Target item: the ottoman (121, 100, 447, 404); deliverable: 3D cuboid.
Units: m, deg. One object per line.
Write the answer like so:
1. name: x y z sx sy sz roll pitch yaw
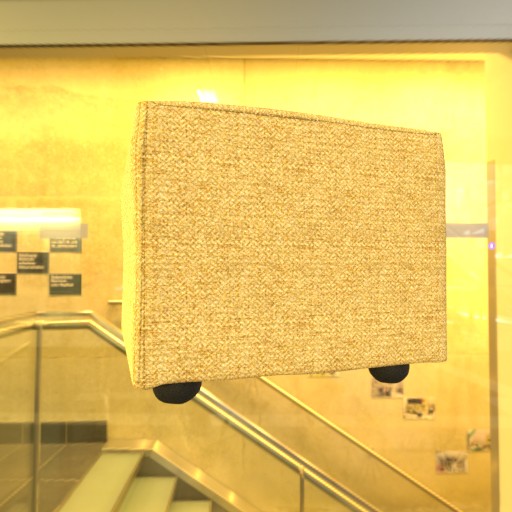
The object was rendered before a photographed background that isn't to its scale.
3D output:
1. ottoman: 0.000 0.000 0.879 0.505 0.441 0.512 0 -2 -18
